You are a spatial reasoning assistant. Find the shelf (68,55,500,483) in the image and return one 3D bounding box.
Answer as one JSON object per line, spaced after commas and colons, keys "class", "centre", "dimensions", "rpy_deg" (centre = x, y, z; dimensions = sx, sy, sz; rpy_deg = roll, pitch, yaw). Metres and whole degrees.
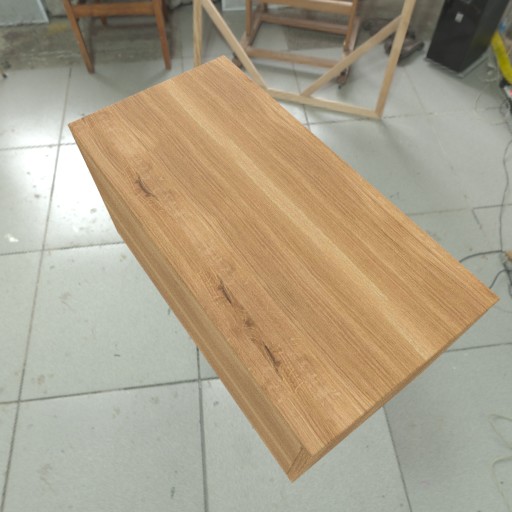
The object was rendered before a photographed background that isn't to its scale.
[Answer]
{"class": "shelf", "centre": [0.000, 0.000, 0.997], "dimensions": [0.400, 0.400, 0.800], "rpy_deg": [-32, 64, -18]}
